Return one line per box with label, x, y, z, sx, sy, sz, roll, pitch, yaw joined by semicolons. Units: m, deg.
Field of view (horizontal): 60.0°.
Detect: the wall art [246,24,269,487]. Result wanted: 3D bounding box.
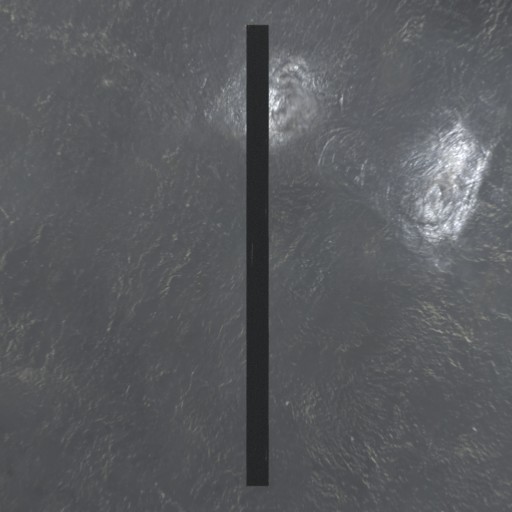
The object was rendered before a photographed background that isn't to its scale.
wall art;0.000;0.000;1.108;0.037;0.761;0.761;0;90;0
